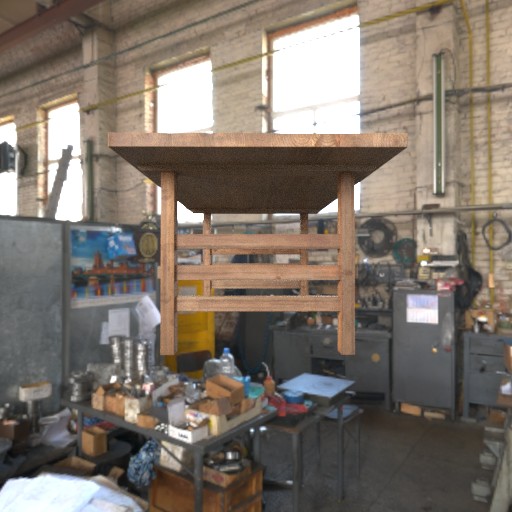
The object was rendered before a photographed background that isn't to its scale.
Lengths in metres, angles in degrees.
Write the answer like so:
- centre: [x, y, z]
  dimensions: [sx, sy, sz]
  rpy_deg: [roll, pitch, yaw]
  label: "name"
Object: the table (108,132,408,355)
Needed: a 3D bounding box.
- centre: [0.000, 0.000, 2.403]
  dimensions: [0.952, 0.760, 2.003]
  rpy_deg: [0, -1, 0]
  label: "table"
